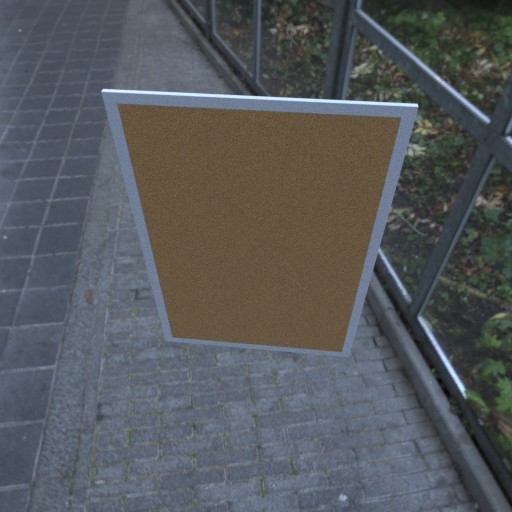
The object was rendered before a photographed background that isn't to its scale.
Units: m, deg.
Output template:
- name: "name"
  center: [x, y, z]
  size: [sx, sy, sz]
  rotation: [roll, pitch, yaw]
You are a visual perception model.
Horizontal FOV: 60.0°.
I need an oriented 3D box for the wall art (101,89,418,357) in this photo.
- name: "wall art"
  center: [0.000, 0.000, 1.256]
  size: [0.659, 0.940, 0.013]
  rotation: [4, 46, 4]
